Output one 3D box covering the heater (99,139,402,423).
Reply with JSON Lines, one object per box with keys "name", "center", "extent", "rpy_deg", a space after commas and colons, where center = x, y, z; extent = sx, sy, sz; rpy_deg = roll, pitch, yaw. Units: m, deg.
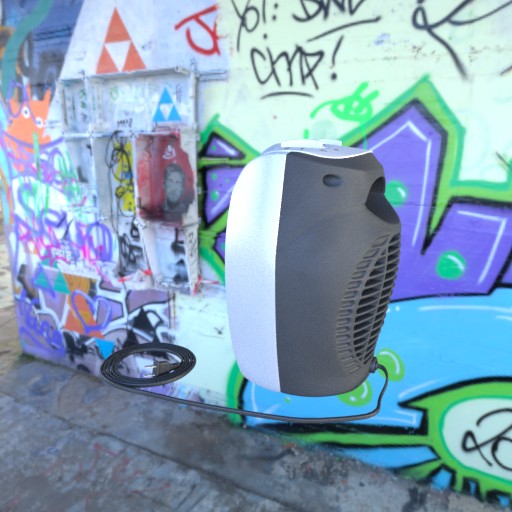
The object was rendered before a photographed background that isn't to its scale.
{"name": "heater", "center": [0.000, 0.000, 0.469], "extent": [0.291, 0.240, 0.239], "rpy_deg": [7, 17, 26]}
